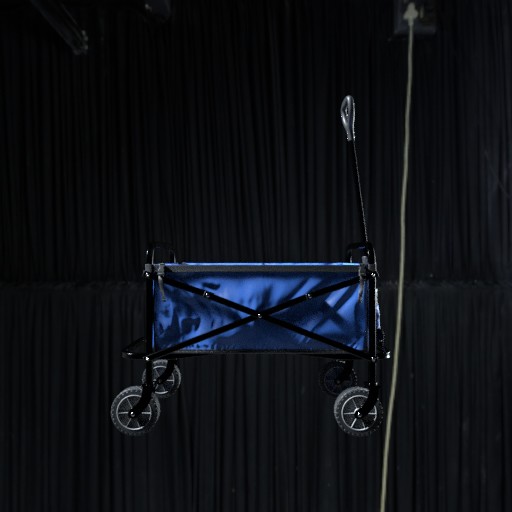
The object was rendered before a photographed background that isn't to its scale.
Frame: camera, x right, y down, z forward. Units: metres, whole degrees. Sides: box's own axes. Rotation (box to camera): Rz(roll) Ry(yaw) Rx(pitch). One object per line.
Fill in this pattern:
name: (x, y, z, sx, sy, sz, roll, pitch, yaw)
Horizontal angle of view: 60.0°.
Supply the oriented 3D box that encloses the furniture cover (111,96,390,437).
furniture cover: (0.000, 0.000, 1.823, 1.038, 1.295, 0.532, 0, 0, 0)
